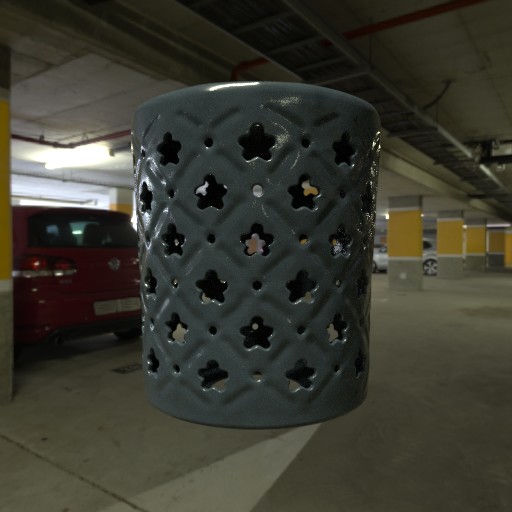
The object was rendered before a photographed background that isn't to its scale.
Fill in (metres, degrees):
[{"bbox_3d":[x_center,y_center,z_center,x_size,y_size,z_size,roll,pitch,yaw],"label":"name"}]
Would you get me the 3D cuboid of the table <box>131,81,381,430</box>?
[{"bbox_3d":[0.000,0.000,0.646,0.352,0.387,0.352,0,1,0],"label":"table"}]
